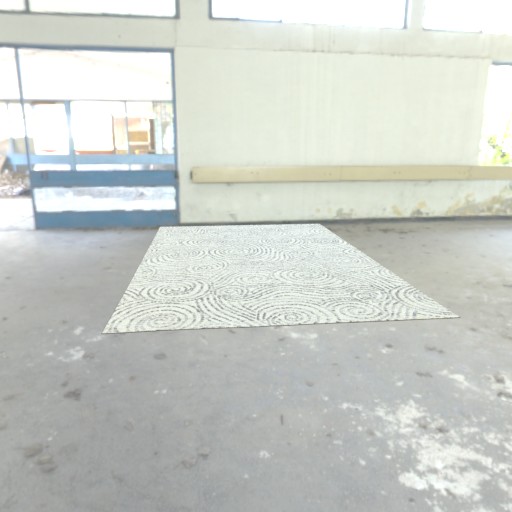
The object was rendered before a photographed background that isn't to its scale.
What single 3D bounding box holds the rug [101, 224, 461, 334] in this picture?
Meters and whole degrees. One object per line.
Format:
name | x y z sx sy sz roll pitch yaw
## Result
rug | 0.000 0.000 3.030 1.524 0.005 2.439 -2 14 -6
